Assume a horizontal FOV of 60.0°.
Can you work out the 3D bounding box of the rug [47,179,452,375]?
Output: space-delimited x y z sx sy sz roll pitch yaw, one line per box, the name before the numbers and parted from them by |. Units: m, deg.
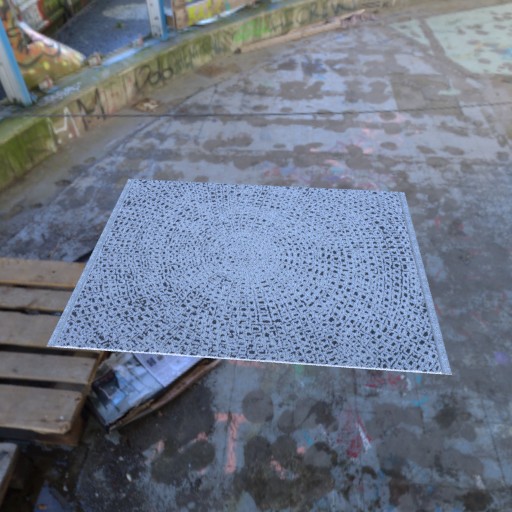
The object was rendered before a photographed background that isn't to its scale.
rug | 0.000 0.000 2.201 1.634 0.003 1.190 3 45 3
